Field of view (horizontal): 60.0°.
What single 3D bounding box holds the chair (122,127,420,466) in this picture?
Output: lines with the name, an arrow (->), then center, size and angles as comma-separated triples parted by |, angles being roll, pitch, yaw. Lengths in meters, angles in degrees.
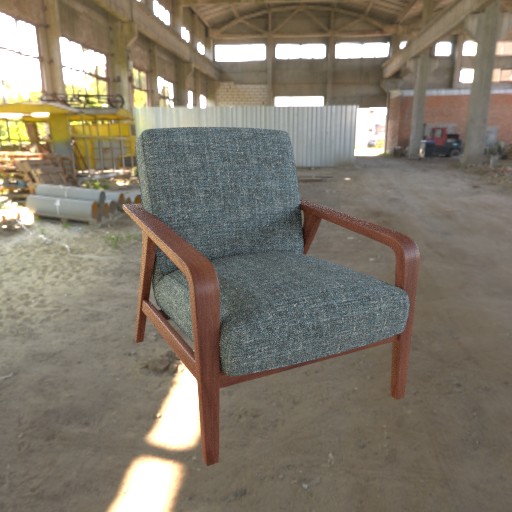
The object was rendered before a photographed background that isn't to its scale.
chair -> 0.000, 0.000, 1.521 | 0.719, 0.864, 0.889 | -7, 16, -27
